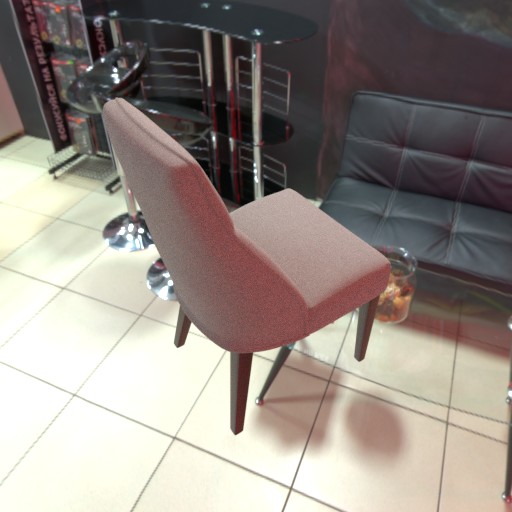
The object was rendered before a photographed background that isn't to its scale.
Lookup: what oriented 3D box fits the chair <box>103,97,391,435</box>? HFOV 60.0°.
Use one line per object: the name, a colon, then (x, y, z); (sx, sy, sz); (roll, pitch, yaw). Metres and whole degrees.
chair: (0.000, 0.000, 1.272); (0.620, 0.930, 0.500); (-24, 46, -25)
